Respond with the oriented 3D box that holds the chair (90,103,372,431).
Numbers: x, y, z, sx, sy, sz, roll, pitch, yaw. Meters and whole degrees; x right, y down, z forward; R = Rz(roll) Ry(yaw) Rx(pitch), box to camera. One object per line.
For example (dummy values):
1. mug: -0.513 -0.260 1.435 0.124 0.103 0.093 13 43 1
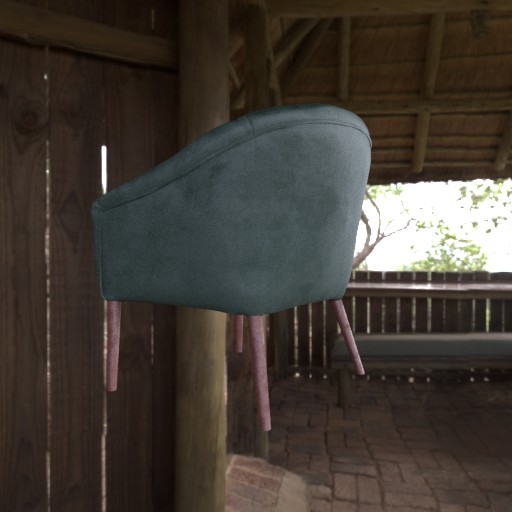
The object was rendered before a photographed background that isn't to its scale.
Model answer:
1. chair: 0.000 0.000 1.547 0.776 0.885 0.851 0 1 35
